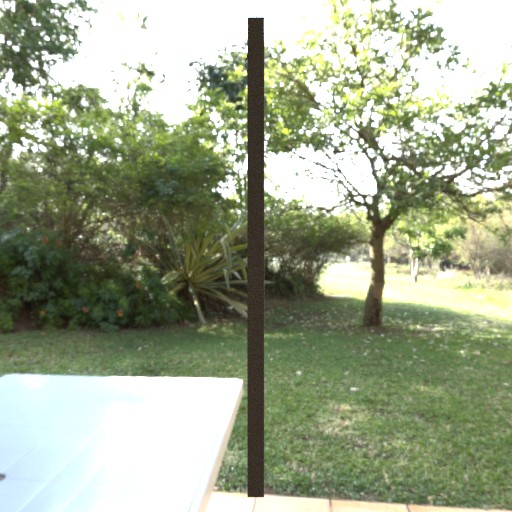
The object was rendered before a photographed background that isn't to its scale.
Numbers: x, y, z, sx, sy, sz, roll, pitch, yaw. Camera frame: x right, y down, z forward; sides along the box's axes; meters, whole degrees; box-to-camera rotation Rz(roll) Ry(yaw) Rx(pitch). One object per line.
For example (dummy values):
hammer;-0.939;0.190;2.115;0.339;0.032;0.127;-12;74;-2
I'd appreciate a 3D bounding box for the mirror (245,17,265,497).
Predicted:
mirror;0.000;0.000;1.317;0.040;1.016;0.762;0;1;0
